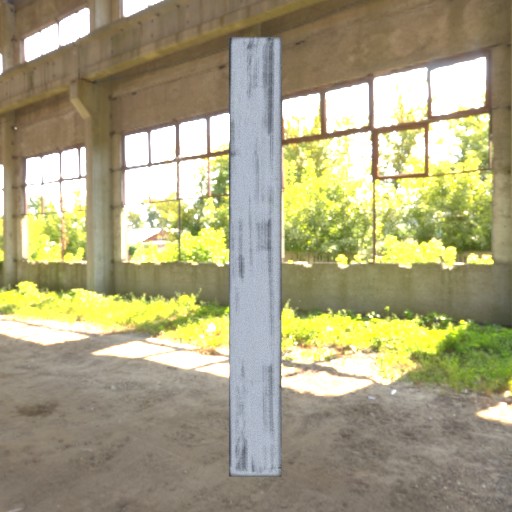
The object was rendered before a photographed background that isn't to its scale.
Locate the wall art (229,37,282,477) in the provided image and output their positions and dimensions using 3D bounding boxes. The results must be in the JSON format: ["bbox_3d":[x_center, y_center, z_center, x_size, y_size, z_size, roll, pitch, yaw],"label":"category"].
[{"bbox_3d":[0.000,0.000,0.457,0.036,0.303,0.303,0,0,0],"label":"wall art"}]
